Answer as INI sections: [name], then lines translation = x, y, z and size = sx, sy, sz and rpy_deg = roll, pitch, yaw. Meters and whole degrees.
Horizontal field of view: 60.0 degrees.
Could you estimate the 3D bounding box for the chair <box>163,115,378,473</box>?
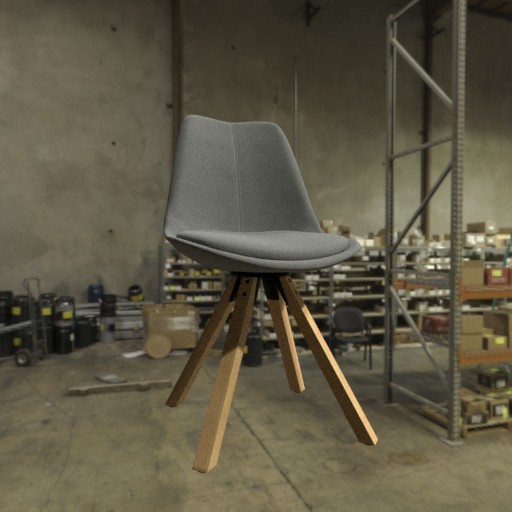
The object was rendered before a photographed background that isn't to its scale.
[chair]
translation = 0.000, 0.000, 1.176
size = 0.474, 0.863, 0.549
rpy_deg = 0, 1, -19
